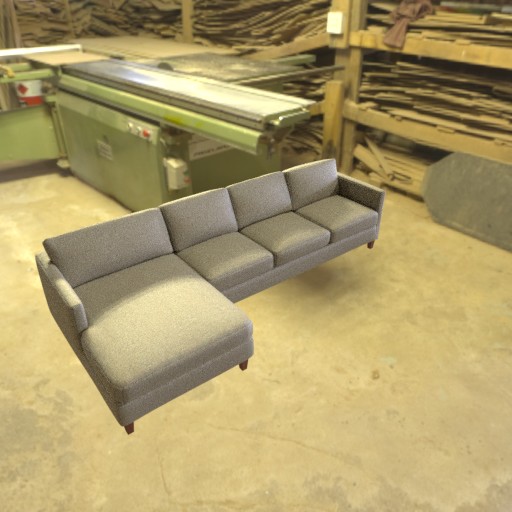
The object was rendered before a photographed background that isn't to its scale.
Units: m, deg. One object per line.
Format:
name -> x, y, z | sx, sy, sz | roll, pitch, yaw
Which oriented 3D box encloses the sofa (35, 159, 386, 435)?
sofa -> 0.000, 0.000, 3.836 | 3.201, 0.876, 1.502 | -22, 37, -32
